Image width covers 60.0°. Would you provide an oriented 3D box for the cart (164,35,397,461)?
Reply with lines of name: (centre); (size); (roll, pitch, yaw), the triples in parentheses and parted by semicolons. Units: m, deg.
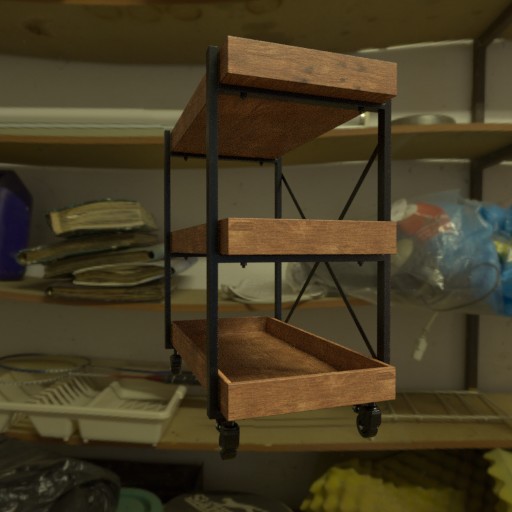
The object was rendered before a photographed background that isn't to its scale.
cart: (0.000, 0.000, 1.209); (0.411, 0.800, 0.750); (0, 1, -19)
